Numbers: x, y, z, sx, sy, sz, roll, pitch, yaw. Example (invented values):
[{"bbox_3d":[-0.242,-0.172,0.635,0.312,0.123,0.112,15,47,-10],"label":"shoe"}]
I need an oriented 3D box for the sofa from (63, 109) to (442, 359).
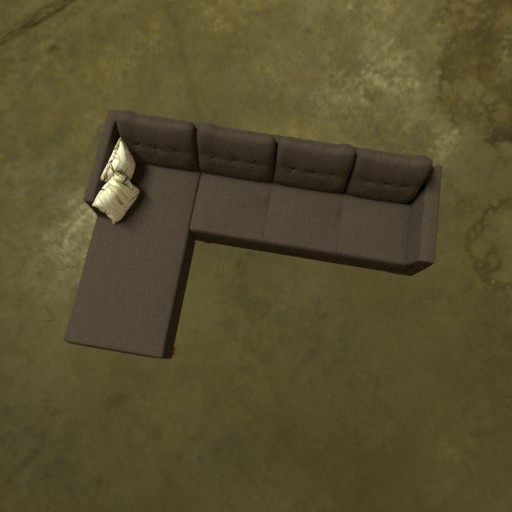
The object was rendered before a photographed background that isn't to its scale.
[{"bbox_3d":[0.000,0.000,3.539,2.679,0.932,1.829,9,76,2],"label":"sofa"}]
